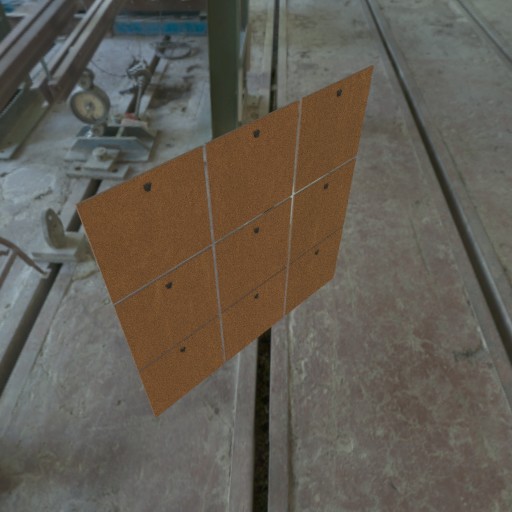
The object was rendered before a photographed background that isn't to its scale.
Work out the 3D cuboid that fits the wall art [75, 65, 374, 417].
[{"bbox_3d":[0.000,0.000,2.288,1.526,1.522,0.023,-34,55,-28],"label":"wall art"}]
